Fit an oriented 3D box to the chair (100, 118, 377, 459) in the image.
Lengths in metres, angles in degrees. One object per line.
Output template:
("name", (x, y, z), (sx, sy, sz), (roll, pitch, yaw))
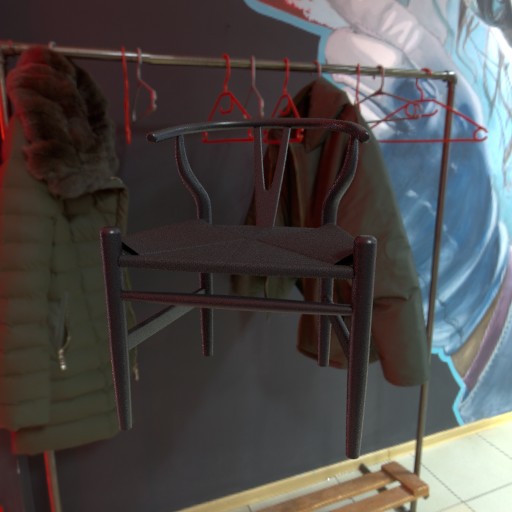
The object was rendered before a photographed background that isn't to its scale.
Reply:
("chair", (0.000, 0.000, 1.171), (0.569, 0.730, 0.579), (3, 14, 10))
